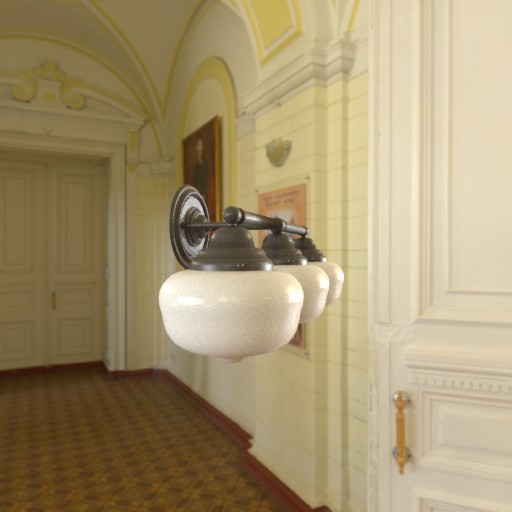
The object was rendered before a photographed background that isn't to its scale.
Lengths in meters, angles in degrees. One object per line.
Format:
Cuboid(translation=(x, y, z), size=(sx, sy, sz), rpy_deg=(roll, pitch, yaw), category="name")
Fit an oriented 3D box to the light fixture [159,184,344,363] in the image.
Cuboid(translation=(0.000, 0.000, 0.723), size=(0.239, 0.242, 0.587), rpy_deg=(0, 1, 17), category="light fixture")
